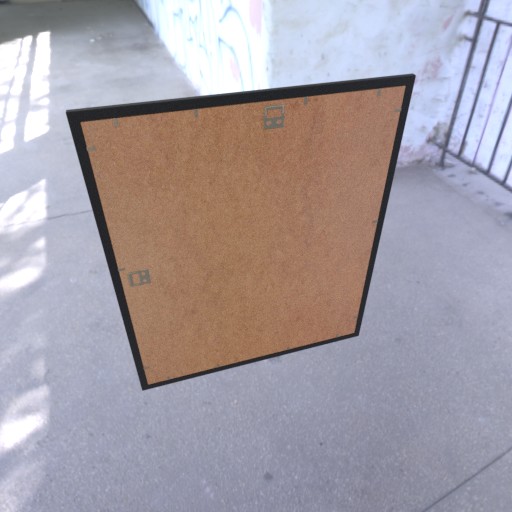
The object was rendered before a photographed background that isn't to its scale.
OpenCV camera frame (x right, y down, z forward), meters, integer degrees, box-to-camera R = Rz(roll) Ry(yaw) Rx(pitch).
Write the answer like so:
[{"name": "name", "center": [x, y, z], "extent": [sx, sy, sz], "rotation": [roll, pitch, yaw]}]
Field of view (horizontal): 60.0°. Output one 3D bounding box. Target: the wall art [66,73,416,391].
[{"name": "wall art", "center": [0.000, 0.000, 0.894], "extent": [0.559, 0.660, 0.018], "rotation": [-11, 40, -13]}]
